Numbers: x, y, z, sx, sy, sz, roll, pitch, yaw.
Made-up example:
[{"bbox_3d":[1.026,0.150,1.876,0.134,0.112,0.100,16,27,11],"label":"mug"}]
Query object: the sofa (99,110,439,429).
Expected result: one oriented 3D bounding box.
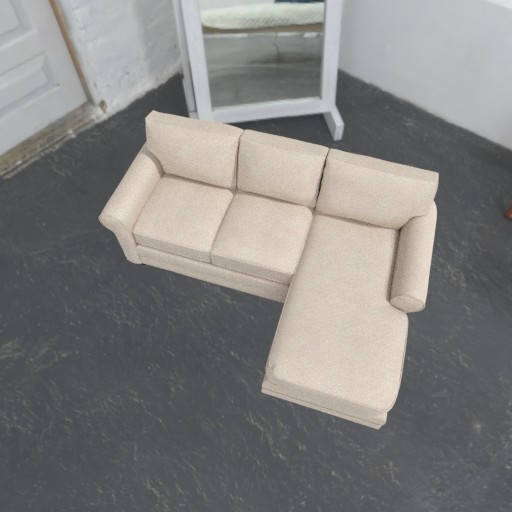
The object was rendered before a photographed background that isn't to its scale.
[{"bbox_3d":[0.000,0.000,2.382,1.770,0.734,1.226,15,59,9],"label":"sofa"}]
